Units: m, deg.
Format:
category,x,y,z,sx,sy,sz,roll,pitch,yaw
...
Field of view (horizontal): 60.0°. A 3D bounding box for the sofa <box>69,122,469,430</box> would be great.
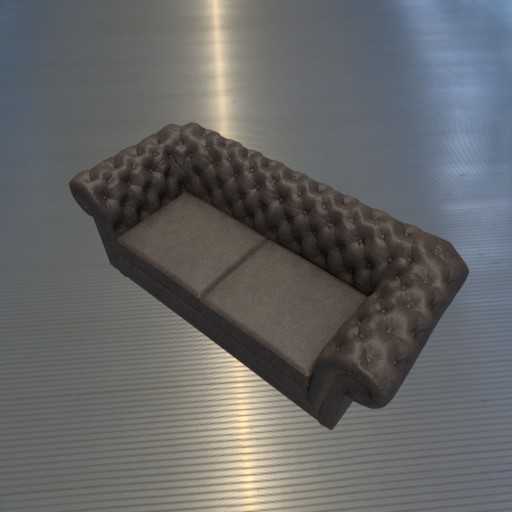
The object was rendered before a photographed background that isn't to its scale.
category,x,y,z,sx,sy,sz,roll,pitch,yaw
sofa,0.000,0.000,2.545,2.048,0.779,0.944,31,55,26
